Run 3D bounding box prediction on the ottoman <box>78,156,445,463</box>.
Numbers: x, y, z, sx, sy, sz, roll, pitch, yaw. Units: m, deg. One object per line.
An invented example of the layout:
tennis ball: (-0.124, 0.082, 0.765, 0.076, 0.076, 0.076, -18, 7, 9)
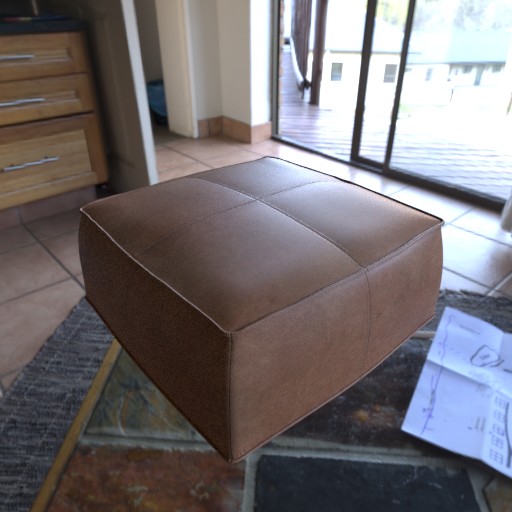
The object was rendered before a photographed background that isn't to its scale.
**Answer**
ottoman: (0.000, 0.000, 1.416, 0.902, 0.395, 0.901, -23, 38, -34)
